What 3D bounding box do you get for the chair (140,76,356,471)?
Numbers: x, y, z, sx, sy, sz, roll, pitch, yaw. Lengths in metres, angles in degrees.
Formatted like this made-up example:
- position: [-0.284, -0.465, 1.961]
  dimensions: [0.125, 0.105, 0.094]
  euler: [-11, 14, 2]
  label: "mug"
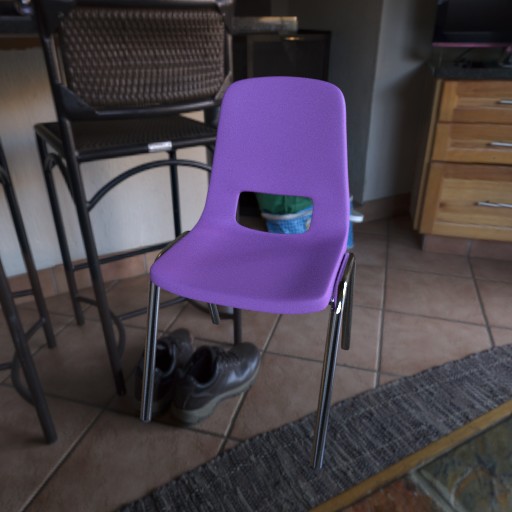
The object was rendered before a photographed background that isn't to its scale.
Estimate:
- position: [0.000, 0.000, 0.680]
  dimensions: [0.291, 0.493, 0.301]
  euler: [8, 27, 17]
  label: "chair"
